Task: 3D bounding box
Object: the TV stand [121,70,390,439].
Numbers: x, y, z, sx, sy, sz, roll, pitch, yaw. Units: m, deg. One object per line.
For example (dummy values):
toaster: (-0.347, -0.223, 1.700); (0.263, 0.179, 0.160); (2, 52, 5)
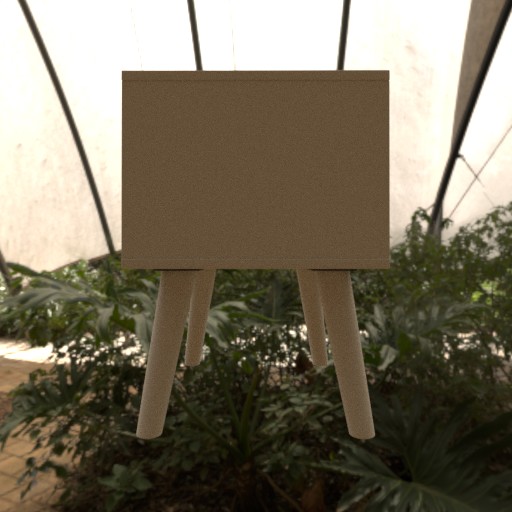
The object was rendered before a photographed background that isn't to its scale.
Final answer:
TV stand: (0.000, 0.000, 0.921); (0.405, 0.559, 0.508); (0, 0, 0)
